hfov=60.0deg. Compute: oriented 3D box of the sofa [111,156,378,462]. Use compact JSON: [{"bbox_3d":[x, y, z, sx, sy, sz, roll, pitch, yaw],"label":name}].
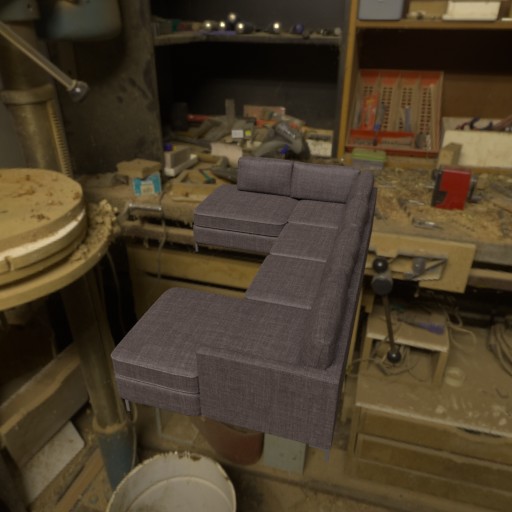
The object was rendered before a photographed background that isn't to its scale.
[{"bbox_3d":[0.000,0.000,4.330,2.048,0.999,3.423,9,31,15],"label":"sofa"}]
